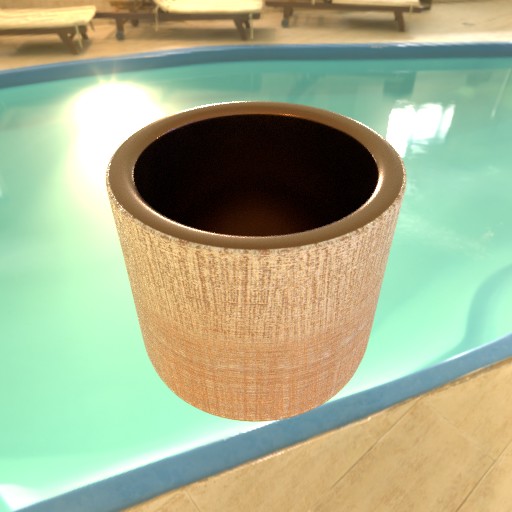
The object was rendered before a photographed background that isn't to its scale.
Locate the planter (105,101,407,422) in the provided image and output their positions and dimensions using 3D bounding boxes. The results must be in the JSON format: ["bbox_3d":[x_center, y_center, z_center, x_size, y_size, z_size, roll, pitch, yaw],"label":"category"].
[{"bbox_3d":[0.000,0.000,0.192,0.109,0.096,0.109,0,41,0],"label":"planter"}]
